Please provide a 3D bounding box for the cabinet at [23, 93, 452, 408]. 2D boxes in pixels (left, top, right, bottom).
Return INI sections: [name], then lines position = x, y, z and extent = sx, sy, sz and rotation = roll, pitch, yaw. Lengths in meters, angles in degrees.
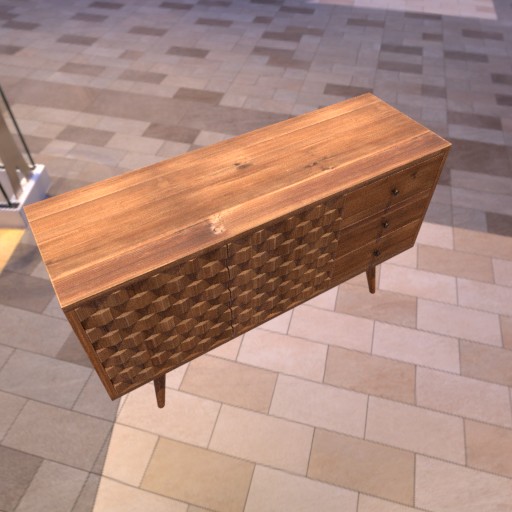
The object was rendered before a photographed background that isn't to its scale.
[cabinet]
position = 0.000, 0.000, 1.773
extent = 1.400, 0.800, 0.472
rotation = -24, 52, -21
